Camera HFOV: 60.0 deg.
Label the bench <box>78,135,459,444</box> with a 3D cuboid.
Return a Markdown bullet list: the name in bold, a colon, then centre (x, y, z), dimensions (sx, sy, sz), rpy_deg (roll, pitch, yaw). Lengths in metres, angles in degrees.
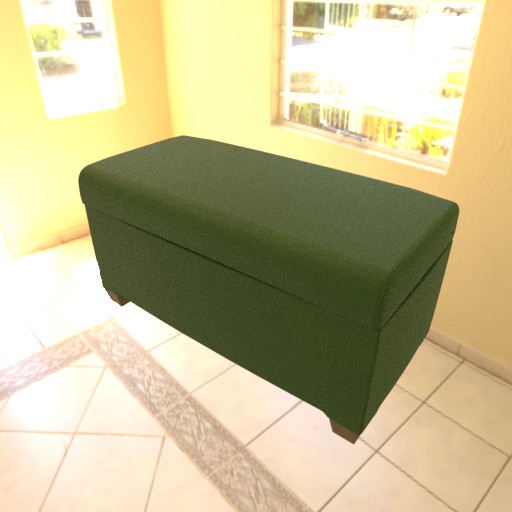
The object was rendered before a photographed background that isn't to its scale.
- **bench**: centre (0.000, 0.000, 1.322), dimensions (0.989, 0.501, 0.505), rpy_deg (22, 38, 31)
